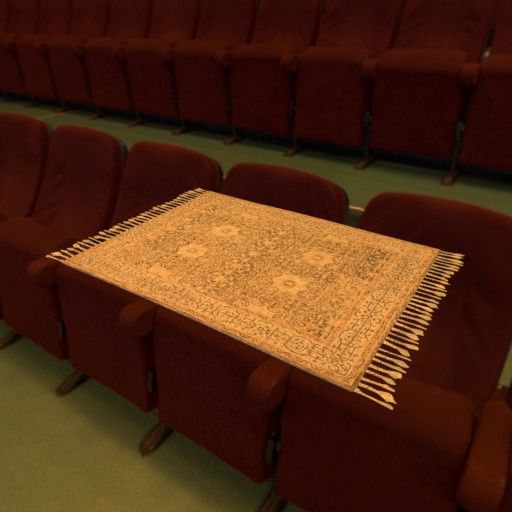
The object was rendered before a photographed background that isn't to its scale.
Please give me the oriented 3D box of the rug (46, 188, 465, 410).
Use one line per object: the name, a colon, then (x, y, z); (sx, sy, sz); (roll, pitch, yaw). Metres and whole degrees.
rug: (0.000, 0.000, 3.069); (2.465, 0.023, 1.619); (18, 34, 29)
